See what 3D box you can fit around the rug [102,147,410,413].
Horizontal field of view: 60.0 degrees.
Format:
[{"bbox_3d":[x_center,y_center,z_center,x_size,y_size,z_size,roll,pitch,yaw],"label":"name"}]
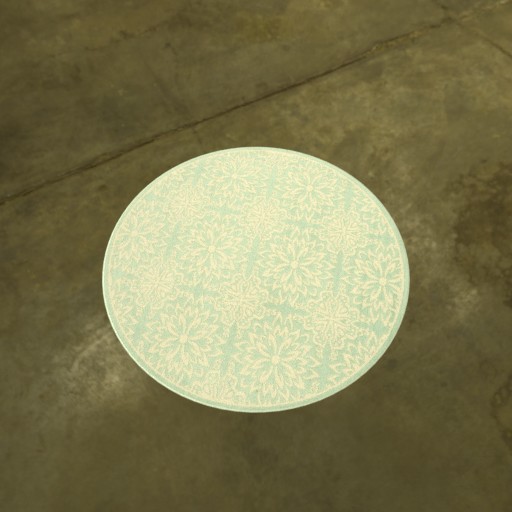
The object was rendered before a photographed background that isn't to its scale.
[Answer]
[{"bbox_3d":[0.000,0.000,2.333,1.593,0.012,1.593,0,58,0],"label":"rug"}]
